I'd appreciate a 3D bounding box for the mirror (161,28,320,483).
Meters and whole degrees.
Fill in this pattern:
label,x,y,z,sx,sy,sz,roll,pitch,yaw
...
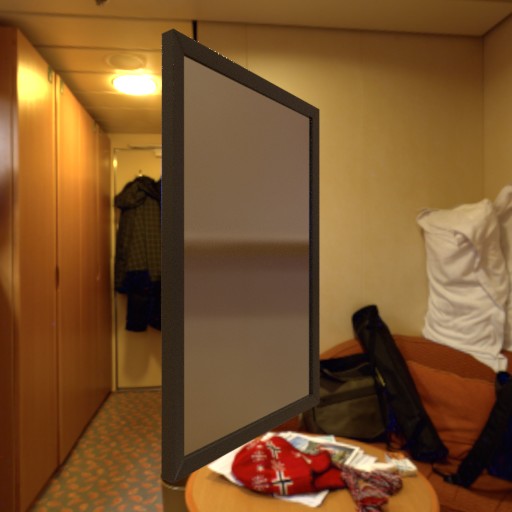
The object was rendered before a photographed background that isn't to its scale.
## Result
label,x,y,z,sx,sy,sz,roll,pitch,yaw
mirror,0.000,0.000,1.146,0.040,0.915,0.609,0,0,37
